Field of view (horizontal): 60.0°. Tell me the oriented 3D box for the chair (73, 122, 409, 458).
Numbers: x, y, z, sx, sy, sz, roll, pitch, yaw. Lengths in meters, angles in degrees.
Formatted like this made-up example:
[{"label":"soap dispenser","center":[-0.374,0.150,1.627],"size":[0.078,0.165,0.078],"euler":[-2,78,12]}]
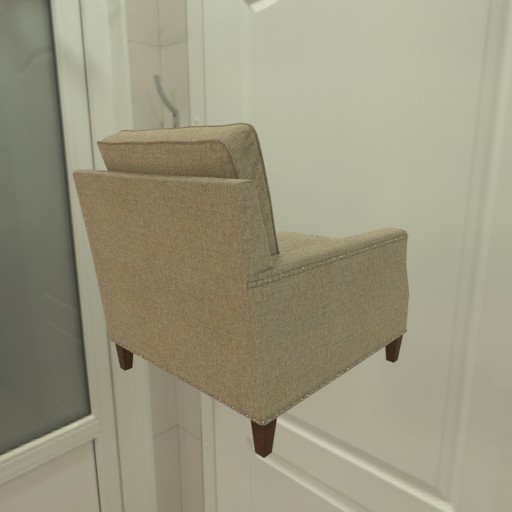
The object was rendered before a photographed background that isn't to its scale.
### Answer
[{"label":"chair","center":[0.000,0.000,1.723],"size":[0.853,0.943,1.014],"euler":[12,18,42]}]
